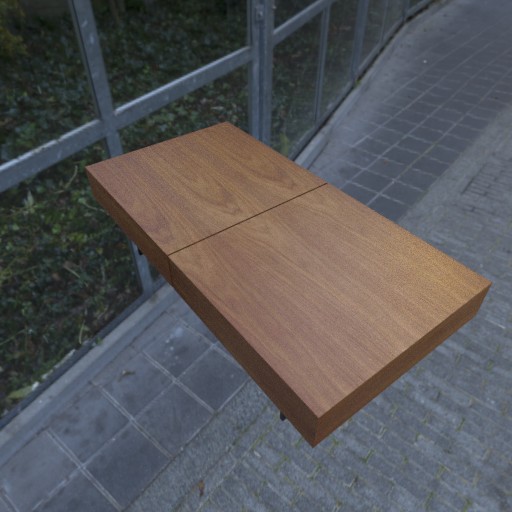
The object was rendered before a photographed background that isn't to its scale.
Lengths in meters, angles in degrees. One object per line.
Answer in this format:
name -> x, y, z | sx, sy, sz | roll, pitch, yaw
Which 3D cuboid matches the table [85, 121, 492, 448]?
table -> 0.000, 0.000, 1.459 | 0.610, 0.330, 1.194 | -27, 48, -27
